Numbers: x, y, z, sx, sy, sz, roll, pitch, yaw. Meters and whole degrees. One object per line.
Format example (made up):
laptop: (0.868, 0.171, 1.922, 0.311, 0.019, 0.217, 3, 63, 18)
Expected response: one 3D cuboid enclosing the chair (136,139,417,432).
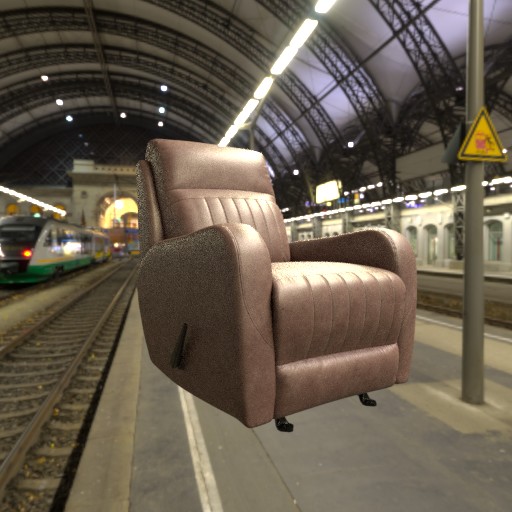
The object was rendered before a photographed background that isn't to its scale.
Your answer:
chair: (0.000, 0.000, 1.833, 0.865, 1.067, 1.067, -1, 1, -35)
